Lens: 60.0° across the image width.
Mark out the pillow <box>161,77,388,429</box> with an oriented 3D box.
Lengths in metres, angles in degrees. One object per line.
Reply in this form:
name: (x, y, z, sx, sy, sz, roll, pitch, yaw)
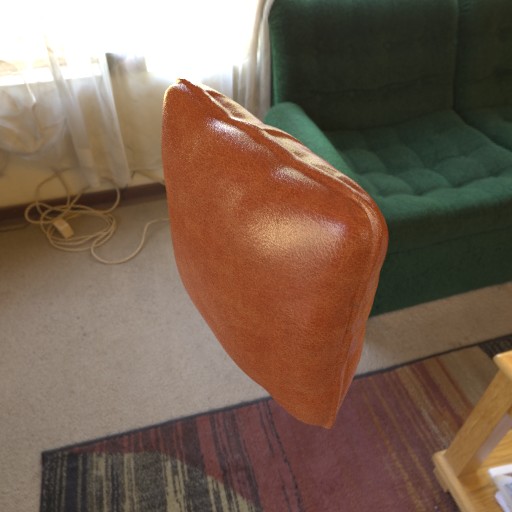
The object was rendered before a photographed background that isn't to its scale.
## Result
pillow: (0.000, 0.000, 0.820, 0.236, 0.523, 0.532, -24, 47, -24)
